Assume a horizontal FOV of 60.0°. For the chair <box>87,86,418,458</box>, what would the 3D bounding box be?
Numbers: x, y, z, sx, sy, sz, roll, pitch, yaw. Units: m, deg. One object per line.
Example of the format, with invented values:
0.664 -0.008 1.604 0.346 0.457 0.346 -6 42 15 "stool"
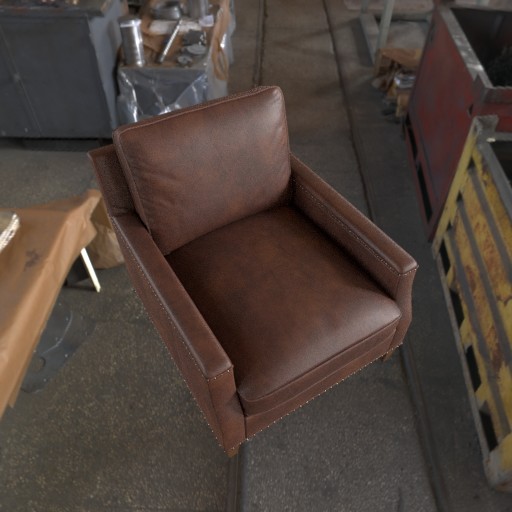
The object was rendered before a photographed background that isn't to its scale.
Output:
0.000 0.000 1.724 0.853 0.929 1.014 -24 51 -21 "chair"
